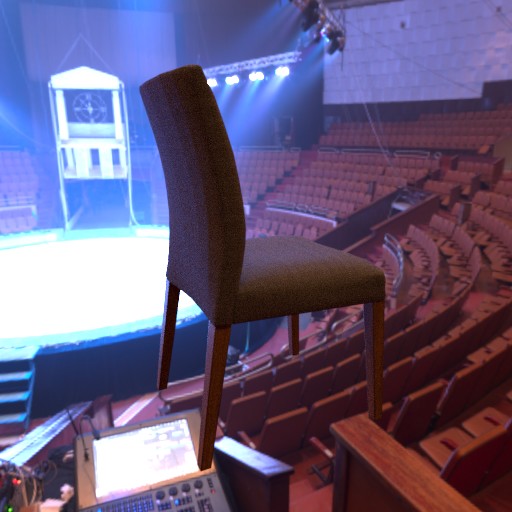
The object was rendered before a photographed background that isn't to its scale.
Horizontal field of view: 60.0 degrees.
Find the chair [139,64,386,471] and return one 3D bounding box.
[{"bbox_3d":[0.000,0.000,1.287,0.585,0.940,0.496,-7,15,-25],"label":"chair"}]
